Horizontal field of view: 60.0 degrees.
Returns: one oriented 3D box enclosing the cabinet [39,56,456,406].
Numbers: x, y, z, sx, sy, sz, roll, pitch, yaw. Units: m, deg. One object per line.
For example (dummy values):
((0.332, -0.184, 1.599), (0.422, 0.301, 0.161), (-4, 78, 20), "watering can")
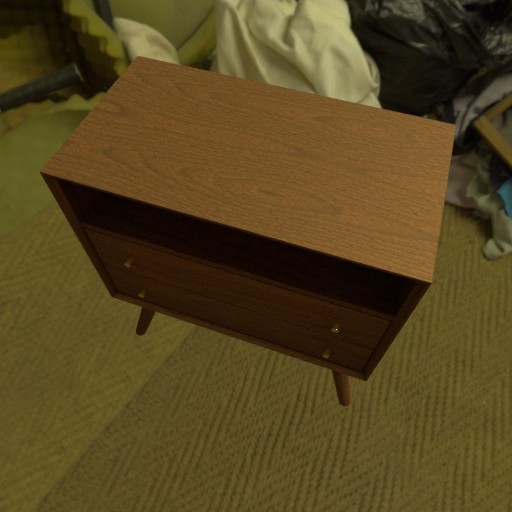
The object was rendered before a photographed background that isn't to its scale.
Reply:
((0.000, 0.000, 1.157), (0.712, 0.748, 0.388), (16, 58, 10), "cabinet")
